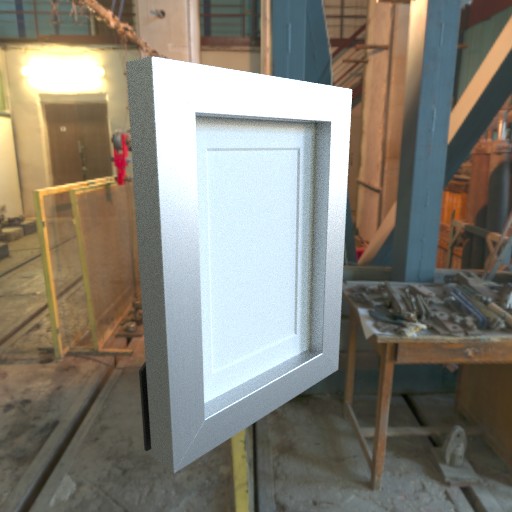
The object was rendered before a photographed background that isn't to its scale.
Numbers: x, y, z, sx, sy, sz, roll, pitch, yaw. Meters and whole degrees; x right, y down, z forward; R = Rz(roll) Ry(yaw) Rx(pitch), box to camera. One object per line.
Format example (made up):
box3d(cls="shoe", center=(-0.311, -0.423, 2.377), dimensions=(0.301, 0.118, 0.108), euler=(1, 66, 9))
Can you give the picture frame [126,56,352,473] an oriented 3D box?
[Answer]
box3d(cls="picture frame", center=(0.000, 0.000, 0.277), dimensions=(0.028, 0.208, 0.157), euler=(13, 19, 42))
